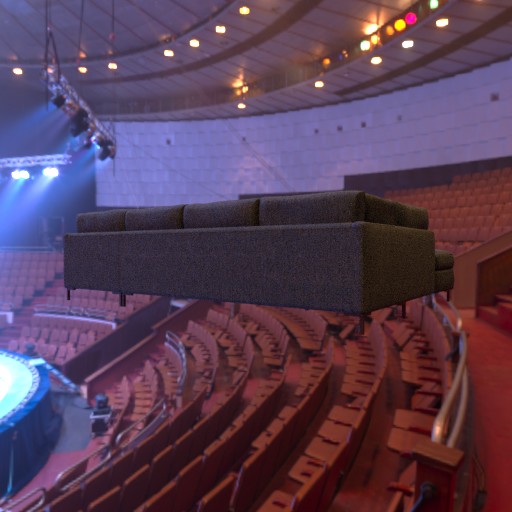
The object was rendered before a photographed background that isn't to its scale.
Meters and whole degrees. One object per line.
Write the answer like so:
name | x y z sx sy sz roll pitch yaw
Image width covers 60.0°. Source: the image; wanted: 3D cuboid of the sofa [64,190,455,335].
sofa | 0.000 0.000 3.725 2.737 0.753 1.879 1 1 36
